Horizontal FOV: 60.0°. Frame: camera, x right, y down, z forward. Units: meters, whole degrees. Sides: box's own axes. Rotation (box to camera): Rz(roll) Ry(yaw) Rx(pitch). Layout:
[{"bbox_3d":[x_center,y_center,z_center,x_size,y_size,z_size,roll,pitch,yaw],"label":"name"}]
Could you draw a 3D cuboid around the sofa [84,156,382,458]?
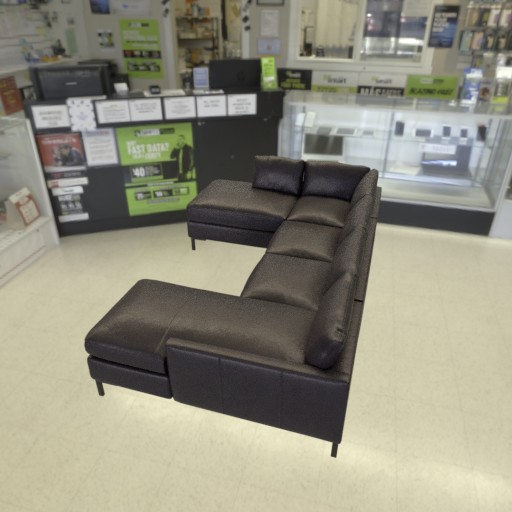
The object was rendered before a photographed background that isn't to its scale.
[{"bbox_3d":[0.000,0.000,3.875,1.939,0.900,2.956,9,32,15],"label":"sofa"}]
